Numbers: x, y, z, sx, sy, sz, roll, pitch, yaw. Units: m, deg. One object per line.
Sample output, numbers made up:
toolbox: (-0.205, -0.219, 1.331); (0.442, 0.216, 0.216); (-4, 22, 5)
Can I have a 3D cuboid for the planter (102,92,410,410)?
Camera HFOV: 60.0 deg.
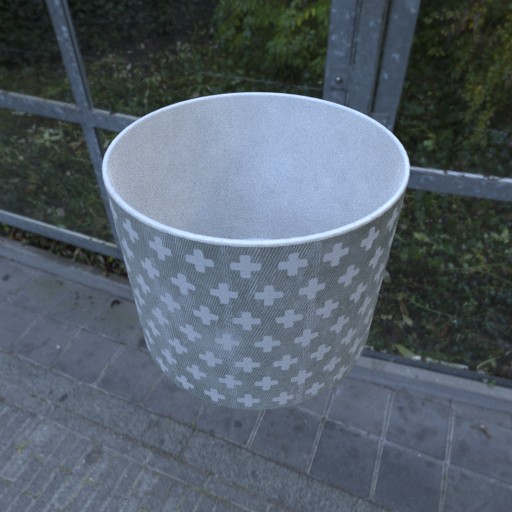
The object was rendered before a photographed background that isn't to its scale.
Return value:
planter: (0.000, 0.000, 0.449); (0.250, 0.239, 0.250); (0, 41, 0)
